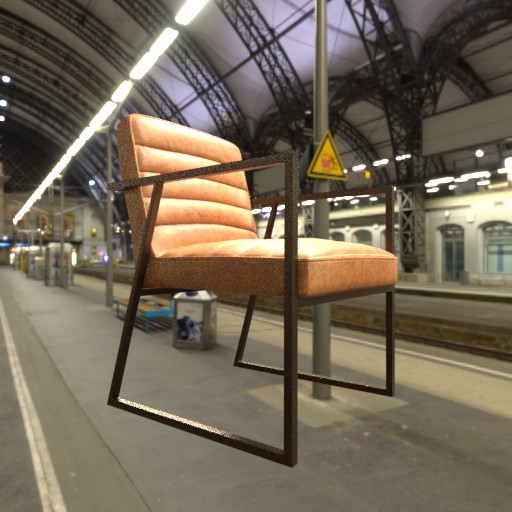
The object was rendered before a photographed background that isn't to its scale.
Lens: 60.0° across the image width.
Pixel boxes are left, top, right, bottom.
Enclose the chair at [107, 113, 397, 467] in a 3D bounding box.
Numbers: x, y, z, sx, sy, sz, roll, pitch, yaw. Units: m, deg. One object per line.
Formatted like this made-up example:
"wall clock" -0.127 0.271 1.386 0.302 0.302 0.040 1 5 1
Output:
"chair" 0.000 0.000 1.281 0.677 0.832 0.571 0 0 37
